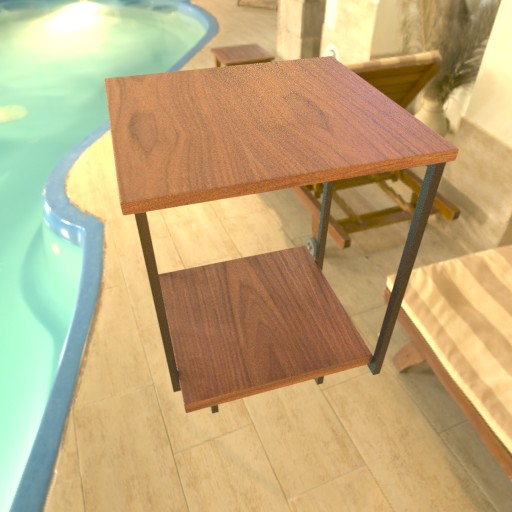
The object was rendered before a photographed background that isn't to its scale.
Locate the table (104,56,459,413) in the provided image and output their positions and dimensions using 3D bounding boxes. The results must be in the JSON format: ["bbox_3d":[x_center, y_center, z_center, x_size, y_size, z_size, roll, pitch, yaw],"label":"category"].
[{"bbox_3d":[0.000,0.000,0.828,0.411,0.567,0.384,-11,42,-13],"label":"table"}]
